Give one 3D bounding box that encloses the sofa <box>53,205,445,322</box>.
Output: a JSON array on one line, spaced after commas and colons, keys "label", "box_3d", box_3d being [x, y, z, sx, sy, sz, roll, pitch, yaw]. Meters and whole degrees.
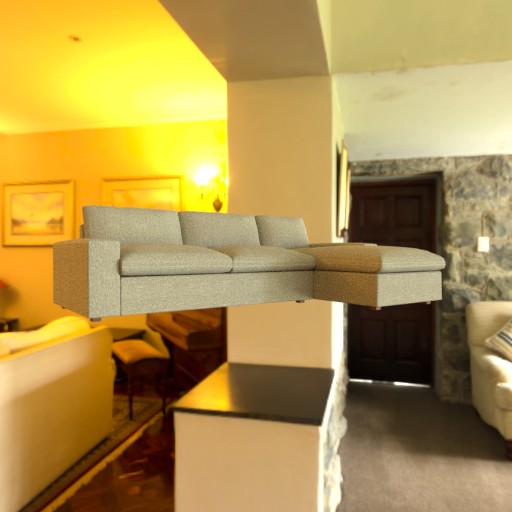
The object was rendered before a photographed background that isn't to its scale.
[{"label": "sofa", "box_3d": [0.000, 0.000, 3.592, 2.718, 0.813, 1.689, 0, 1, -36]}]
